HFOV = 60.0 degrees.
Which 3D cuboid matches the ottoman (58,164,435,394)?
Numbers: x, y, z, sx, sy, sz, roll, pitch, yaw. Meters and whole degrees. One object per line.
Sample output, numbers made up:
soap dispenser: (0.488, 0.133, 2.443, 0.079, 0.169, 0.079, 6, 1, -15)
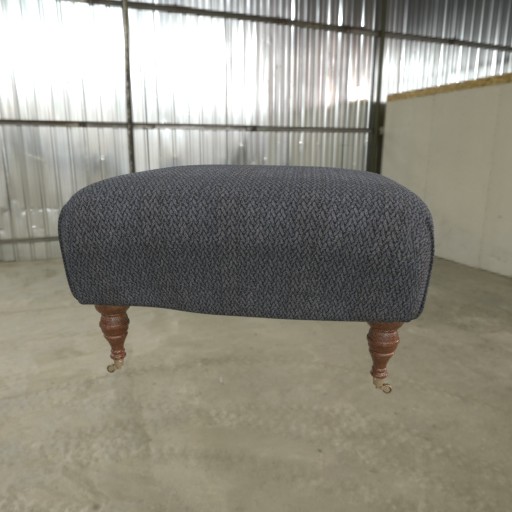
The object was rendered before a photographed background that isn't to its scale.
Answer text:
ottoman: (0.000, 0.000, 1.122, 0.747, 0.450, 0.622, 2, 14, 8)
